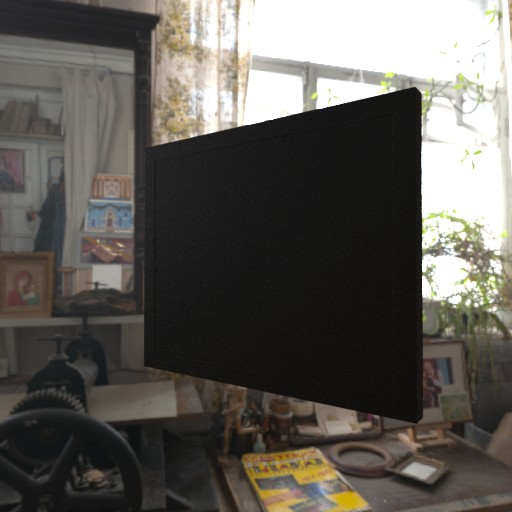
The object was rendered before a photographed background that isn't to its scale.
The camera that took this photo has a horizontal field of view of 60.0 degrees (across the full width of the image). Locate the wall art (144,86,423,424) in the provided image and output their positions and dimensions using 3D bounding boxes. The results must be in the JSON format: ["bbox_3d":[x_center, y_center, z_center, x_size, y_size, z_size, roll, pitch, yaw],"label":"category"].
[{"bbox_3d":[0.000,0.000,0.775,0.558,0.457,0.029,0,-1,36],"label":"wall art"}]
